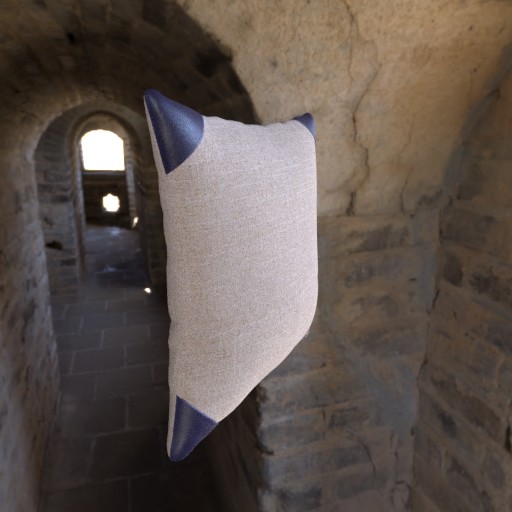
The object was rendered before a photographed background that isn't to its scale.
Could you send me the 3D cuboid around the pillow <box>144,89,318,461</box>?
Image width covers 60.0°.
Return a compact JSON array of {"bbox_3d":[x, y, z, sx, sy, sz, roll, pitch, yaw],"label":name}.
[{"bbox_3d":[0.000,0.000,0.678,0.147,0.441,0.440,7,16,26],"label":"pillow"}]
